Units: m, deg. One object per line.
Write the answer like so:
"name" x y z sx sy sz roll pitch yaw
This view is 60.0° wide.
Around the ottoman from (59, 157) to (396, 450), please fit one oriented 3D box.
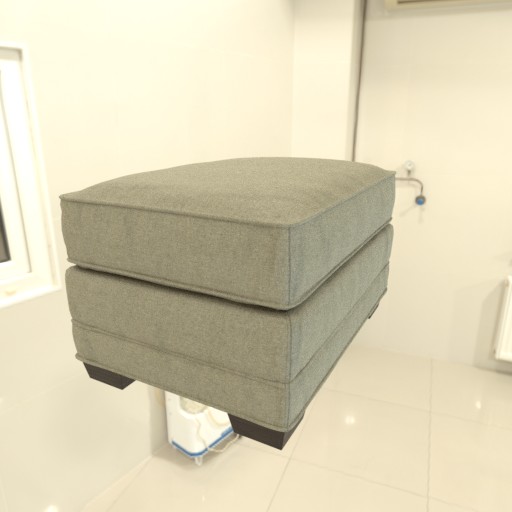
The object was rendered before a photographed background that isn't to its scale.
"ottoman" 0.000 0.000 1.251 0.611 0.508 0.848 9 20 27
